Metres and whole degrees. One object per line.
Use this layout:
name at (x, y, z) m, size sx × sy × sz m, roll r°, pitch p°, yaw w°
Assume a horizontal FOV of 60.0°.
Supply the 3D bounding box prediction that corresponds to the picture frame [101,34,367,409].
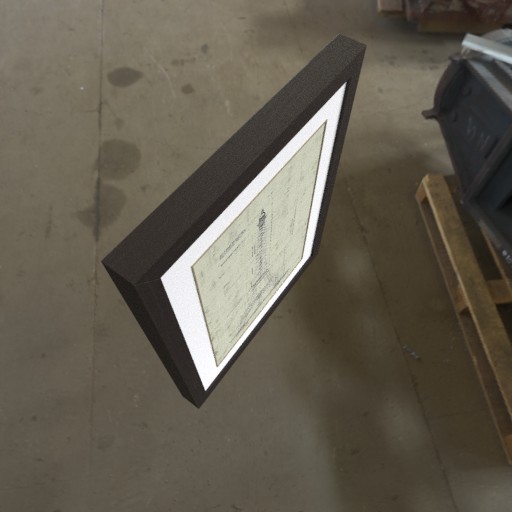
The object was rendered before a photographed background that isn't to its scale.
picture frame at (0.000, 0.000, 0.757) m, size 0.044 × 0.555 × 0.452 m, roll 32°, pitch 64°, yaw 17°
